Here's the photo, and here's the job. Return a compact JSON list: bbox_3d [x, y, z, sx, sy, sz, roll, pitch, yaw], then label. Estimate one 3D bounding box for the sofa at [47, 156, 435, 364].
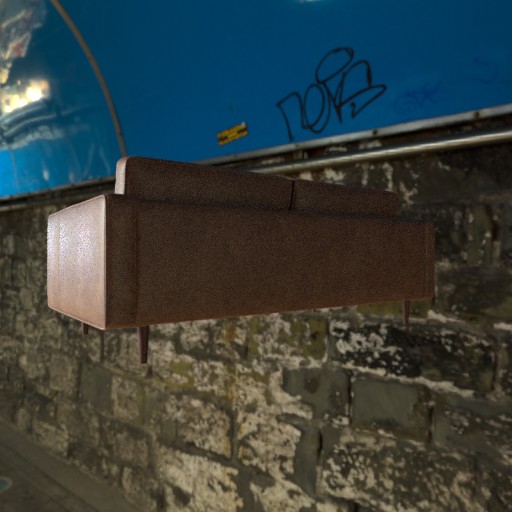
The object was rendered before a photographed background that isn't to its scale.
[{"bbox_3d":[0.000,0.000,2.314,1.870,0.760,0.910,0,0,-36],"label":"sofa"}]
